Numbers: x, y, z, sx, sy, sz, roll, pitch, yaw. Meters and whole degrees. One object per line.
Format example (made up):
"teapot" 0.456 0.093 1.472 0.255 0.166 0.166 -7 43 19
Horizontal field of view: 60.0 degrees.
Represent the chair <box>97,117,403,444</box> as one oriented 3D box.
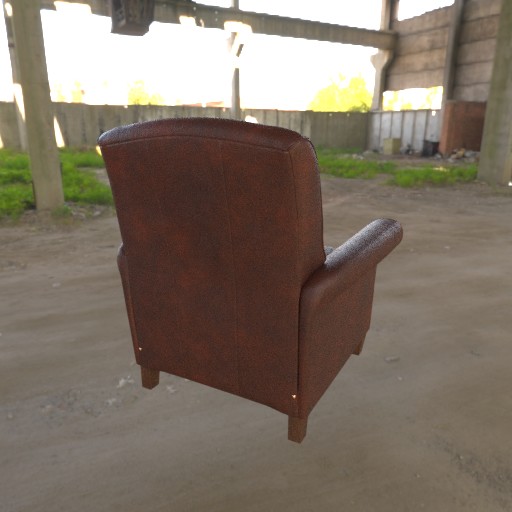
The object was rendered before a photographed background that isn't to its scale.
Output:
"chair" 0.000 0.000 1.799 0.978 1.061 0.902 9 18 28
